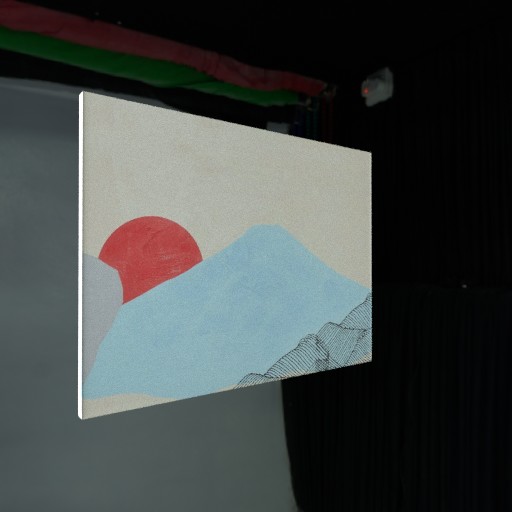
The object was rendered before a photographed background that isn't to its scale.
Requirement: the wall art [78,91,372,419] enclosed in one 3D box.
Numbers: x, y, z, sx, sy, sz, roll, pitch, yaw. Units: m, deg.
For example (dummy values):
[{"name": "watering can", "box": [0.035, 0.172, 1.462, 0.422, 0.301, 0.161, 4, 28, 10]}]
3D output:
[{"name": "wall art", "box": [0.000, 0.000, 1.603, 1.219, 0.912, 0.042, 0, -1, -36]}]
